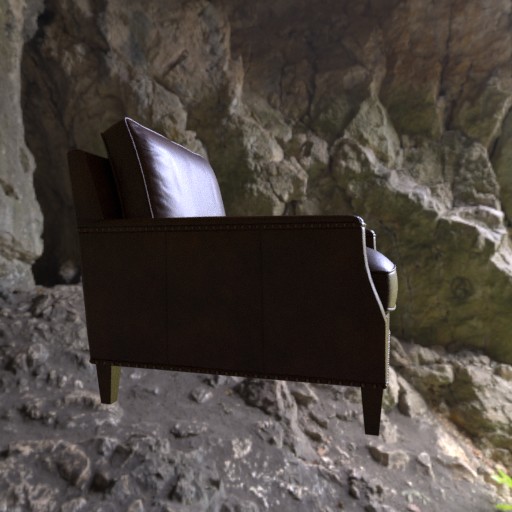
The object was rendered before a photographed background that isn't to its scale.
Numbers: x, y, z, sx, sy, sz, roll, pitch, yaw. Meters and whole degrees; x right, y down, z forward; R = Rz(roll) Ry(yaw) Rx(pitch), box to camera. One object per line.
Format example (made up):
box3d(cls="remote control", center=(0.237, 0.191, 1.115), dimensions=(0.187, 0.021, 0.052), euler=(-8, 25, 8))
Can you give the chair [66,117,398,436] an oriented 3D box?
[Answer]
box3d(cls="chair", center=(0.000, 0.000, 1.665), dimensions=(1.014, 0.929, 0.853), euler=(0, 1, 17))
